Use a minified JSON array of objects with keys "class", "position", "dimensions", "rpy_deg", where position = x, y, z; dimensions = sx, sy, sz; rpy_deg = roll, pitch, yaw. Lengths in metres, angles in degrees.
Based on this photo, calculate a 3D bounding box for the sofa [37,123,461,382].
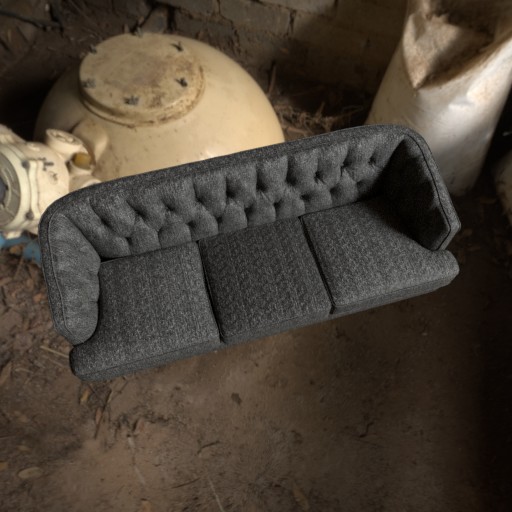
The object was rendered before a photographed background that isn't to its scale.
[{"class":"sofa","position":[0.000,0.000,2.693],"dimensions":[2.278,0.855,0.941],"rpy_deg":[-14,64,-7]}]
